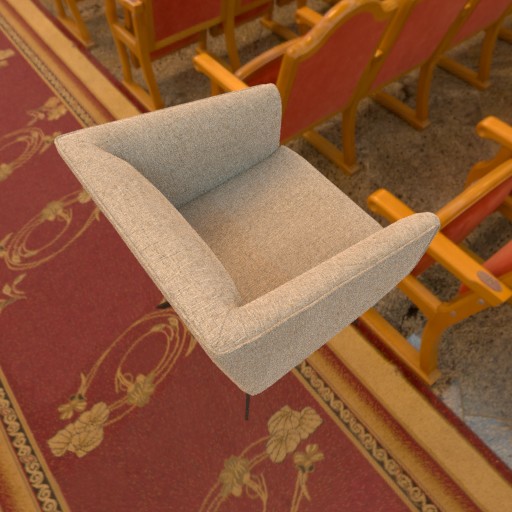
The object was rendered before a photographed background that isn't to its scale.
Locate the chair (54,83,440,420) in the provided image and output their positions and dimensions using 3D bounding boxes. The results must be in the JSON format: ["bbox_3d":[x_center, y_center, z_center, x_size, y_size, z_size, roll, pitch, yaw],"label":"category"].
[{"bbox_3d":[0.000,0.000,1.218,0.623,0.760,0.628,-33,63,-19],"label":"chair"}]
